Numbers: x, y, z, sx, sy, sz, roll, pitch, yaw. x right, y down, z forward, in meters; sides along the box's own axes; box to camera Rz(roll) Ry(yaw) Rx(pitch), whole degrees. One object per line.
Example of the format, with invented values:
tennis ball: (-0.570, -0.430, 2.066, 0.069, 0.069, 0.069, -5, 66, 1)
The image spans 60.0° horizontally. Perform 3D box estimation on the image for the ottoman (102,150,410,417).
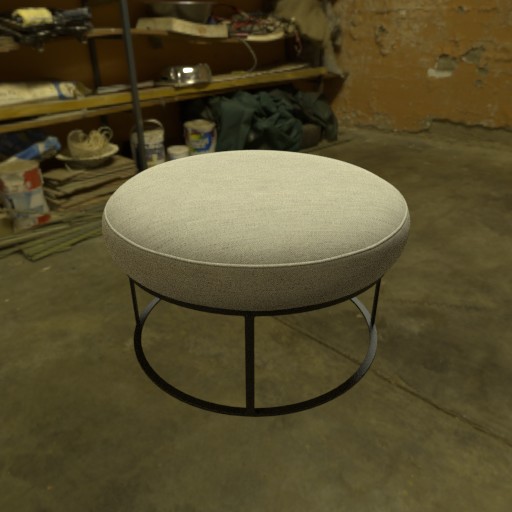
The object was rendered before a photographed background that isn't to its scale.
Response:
ottoman: (0.000, 0.000, 1.218, 0.769, 0.459, 0.769, 0, 28, 0)
